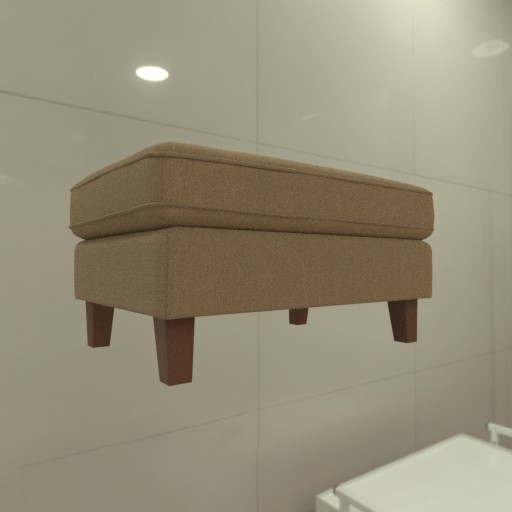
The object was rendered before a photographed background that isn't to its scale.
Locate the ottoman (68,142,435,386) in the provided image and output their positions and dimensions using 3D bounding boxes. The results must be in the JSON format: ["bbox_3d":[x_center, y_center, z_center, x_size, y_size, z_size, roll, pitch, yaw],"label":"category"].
[{"bbox_3d":[0.000,0.000,1.320,0.945,0.521,0.636,1,-1,-37],"label":"ottoman"}]
